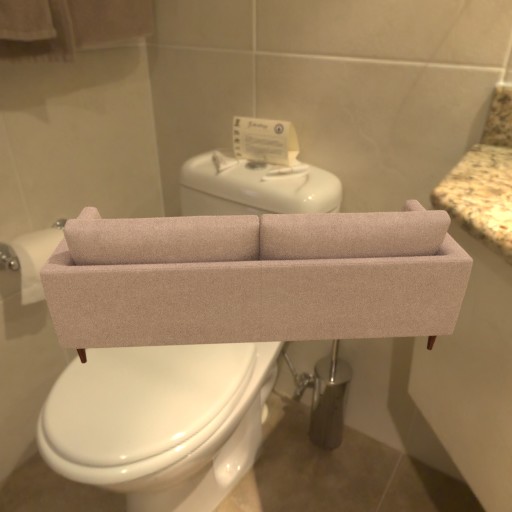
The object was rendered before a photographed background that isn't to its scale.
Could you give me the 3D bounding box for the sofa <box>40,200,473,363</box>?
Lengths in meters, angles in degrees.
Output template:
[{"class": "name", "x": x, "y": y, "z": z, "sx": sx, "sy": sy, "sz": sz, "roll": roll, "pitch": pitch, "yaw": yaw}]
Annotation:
[{"class": "sofa", "x": 0.000, "y": 0.000, "z": 2.804, "sx": 2.250, "sy": 0.868, "sz": 1.020, "roll": -2, "pitch": 30, "yaw": -3}]
